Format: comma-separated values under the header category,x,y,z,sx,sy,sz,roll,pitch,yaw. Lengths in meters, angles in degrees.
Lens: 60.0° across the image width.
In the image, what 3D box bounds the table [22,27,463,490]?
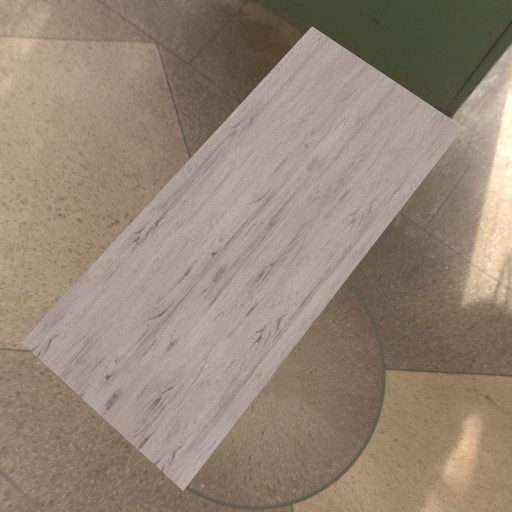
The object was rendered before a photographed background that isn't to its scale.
category,x,y,z,sx,sy,sz,roll,pitch,yaw
table,0.000,0.000,2.181,0.795,0.899,1.778,38,79,9
